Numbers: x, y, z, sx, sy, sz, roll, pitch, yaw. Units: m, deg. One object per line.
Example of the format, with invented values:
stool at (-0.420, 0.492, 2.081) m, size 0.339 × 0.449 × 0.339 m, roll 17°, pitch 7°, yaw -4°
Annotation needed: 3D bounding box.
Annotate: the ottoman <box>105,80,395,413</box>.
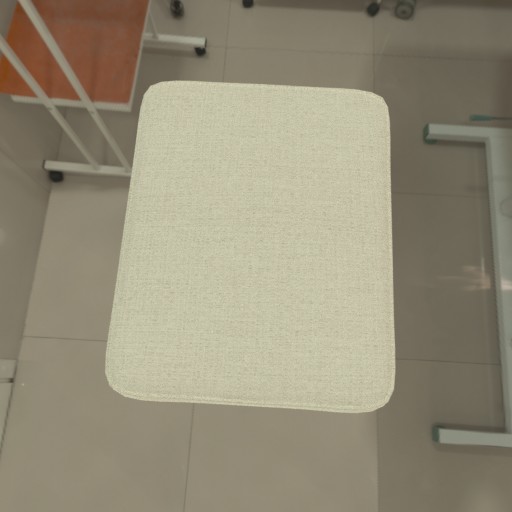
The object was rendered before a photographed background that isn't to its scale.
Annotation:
ottoman at (0.000, 0.000, 1.138) m, size 0.589 × 0.537 × 0.738 m, roll 3°, pitch 75°, yaw 1°
